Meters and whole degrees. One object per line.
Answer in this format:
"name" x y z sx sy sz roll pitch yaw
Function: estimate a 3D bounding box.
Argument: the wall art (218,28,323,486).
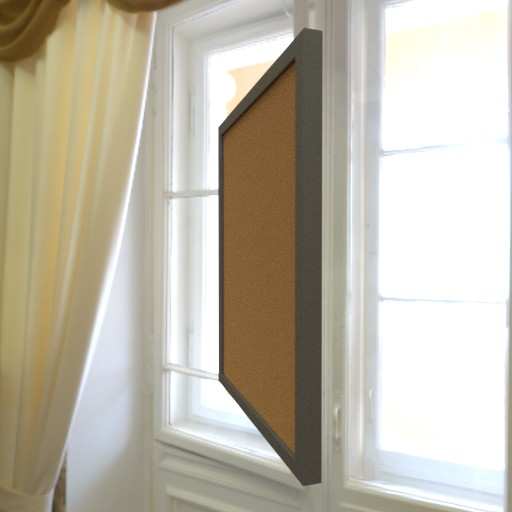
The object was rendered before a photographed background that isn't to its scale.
"wall art" 0.000 0.000 0.760 0.029 0.558 0.458 0 1 -18
